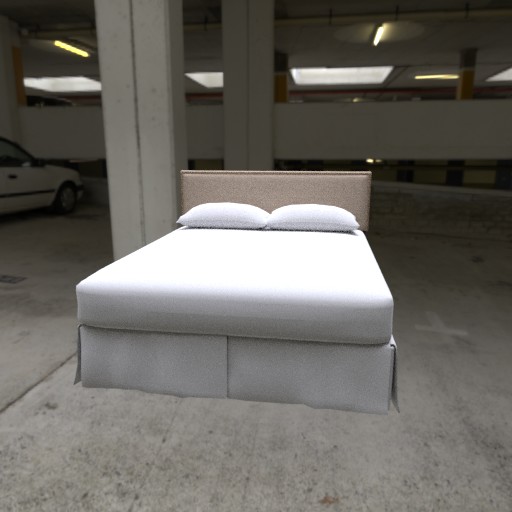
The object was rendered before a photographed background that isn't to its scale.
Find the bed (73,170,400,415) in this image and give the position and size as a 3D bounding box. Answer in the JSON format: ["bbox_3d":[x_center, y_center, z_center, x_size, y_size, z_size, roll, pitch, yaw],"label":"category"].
[{"bbox_3d":[0.000,0.000,2.902,1.616,1.016,1.876,2,13,9],"label":"bed"}]
